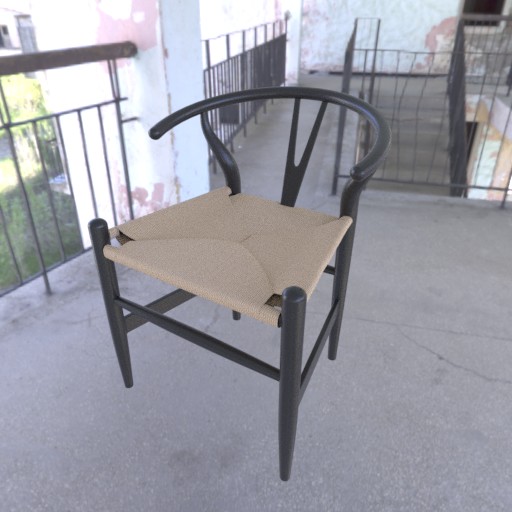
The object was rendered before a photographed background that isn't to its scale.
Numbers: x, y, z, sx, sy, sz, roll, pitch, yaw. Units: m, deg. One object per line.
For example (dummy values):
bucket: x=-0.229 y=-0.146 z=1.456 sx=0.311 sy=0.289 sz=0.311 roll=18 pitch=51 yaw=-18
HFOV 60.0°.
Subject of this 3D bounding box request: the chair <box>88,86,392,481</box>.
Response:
chair: x=0.000 y=0.000 z=1.128 sx=0.570 sy=0.739 sz=0.570 roll=18 pitch=35 yaw=28
